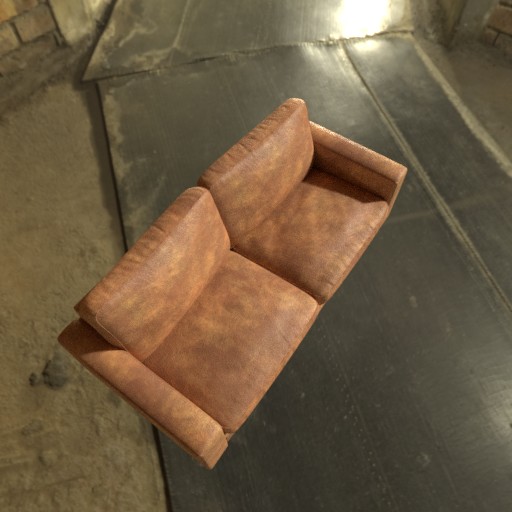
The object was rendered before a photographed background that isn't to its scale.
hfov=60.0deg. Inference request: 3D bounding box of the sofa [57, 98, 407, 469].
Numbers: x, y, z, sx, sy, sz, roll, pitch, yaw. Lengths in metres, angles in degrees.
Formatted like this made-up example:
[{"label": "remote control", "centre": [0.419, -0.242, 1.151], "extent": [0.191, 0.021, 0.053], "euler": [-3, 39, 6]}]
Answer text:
[{"label": "sofa", "centre": [0.000, 0.000, 2.722], "extent": [1.016, 0.873, 2.179], "euler": [32, 64, 18]}]
